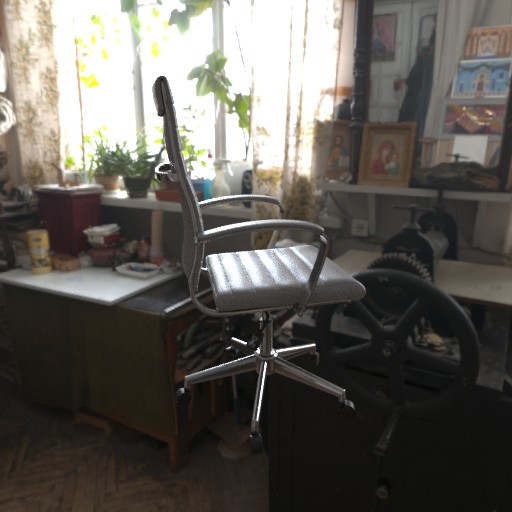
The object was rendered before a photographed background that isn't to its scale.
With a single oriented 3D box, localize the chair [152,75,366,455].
[{"bbox_3d":[0.000,0.000,1.589,0.667,1.149,0.679,-3,16,-10],"label":"chair"}]
